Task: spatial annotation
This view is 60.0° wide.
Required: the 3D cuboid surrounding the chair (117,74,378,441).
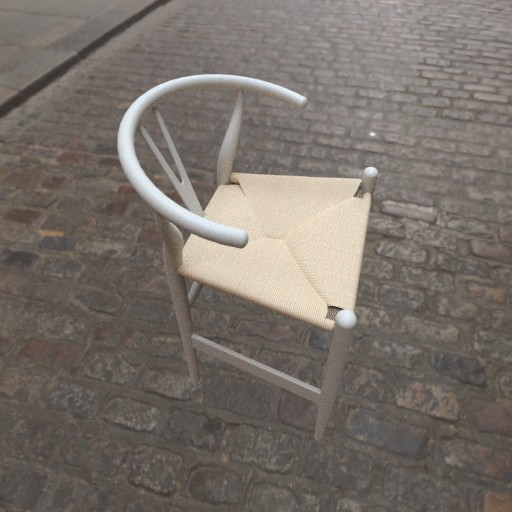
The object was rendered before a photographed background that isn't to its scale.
[{"bbox_3d":[0.000,0.000,1.080,0.500,0.736,0.533,11,46,11],"label":"chair"}]
